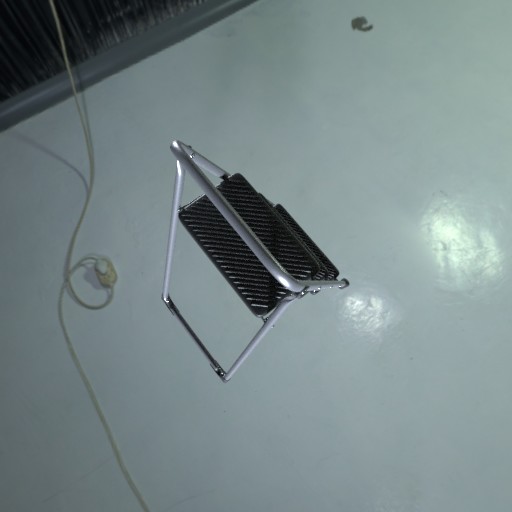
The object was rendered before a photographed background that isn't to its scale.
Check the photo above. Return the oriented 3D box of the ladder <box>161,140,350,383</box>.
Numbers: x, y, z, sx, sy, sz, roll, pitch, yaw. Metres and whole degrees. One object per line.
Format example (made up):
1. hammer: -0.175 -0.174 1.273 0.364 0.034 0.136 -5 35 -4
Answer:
1. ladder: 0.000 0.000 1.313 0.629 0.945 0.430 -37 77 -10
